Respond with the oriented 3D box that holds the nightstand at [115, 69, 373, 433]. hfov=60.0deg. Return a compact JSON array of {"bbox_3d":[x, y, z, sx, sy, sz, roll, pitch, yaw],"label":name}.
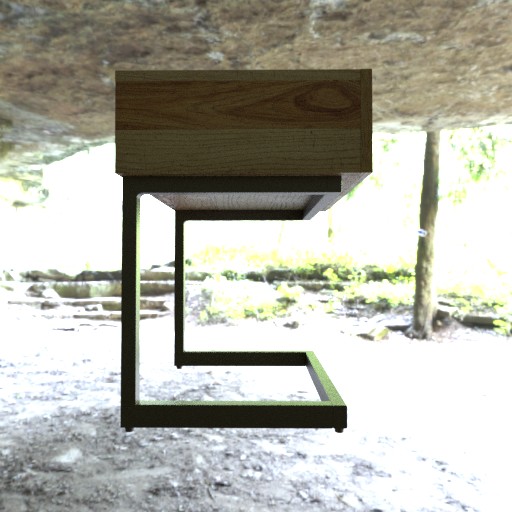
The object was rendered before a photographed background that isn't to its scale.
[{"bbox_3d":[0.000,0.000,1.034,0.481,0.632,0.558,0,-1,1],"label":"nightstand"}]
